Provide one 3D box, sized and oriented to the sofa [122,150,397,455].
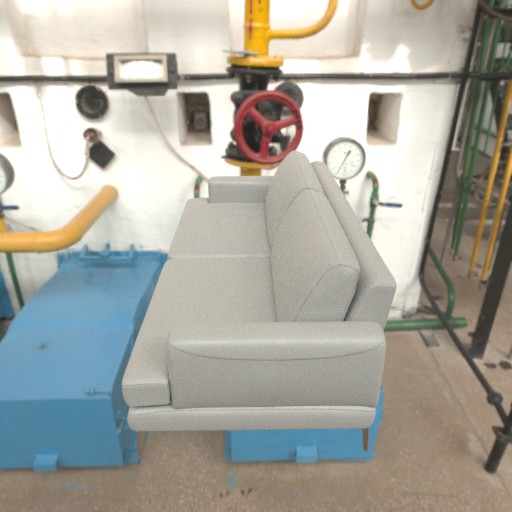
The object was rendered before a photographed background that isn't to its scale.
[{"bbox_3d":[0.000,0.000,2.377,0.974,0.765,1.940,0,27,-1],"label":"sofa"}]
